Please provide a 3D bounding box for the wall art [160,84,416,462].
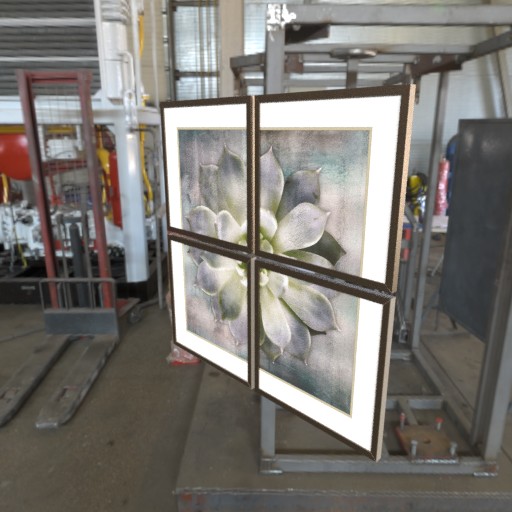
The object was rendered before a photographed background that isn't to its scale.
[{"bbox_3d":[0.000,0.000,1.511,0.030,1.032,1.032,-15,22,-42],"label":"wall art"}]
